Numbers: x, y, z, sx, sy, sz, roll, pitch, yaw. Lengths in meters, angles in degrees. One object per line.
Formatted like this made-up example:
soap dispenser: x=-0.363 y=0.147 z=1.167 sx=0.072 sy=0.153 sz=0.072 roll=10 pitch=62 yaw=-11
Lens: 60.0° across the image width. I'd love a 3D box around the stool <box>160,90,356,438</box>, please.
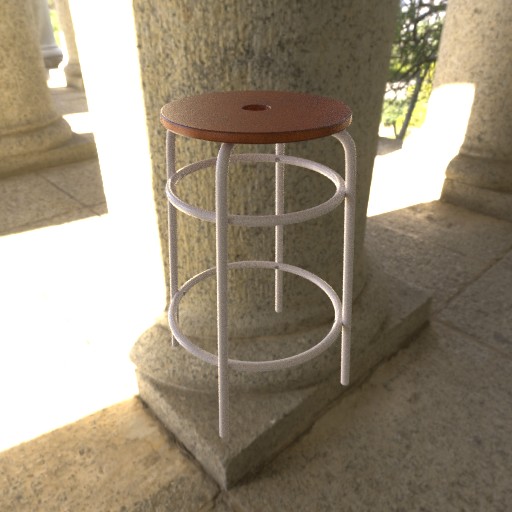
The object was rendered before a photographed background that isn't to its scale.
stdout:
stool: x=0.000 y=0.000 z=0.939 sx=0.455 sy=0.610 sz=0.455 roll=9 pitch=32 yaw=15
